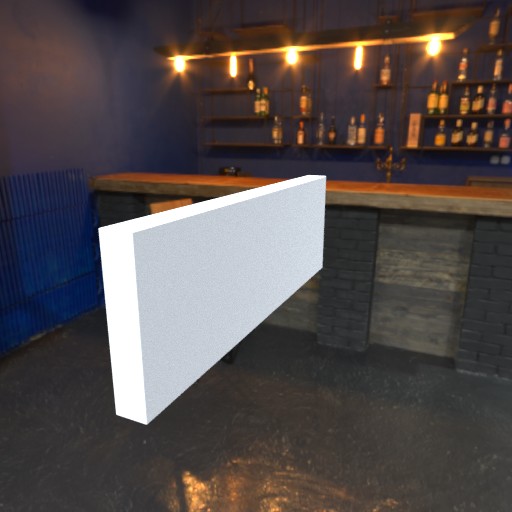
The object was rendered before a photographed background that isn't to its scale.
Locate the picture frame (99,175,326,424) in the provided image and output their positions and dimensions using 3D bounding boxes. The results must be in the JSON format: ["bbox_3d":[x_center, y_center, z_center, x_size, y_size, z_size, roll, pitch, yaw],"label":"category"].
[{"bbox_3d":[0.000,0.000,0.870,0.050,0.250,0.759,7,17,24],"label":"picture frame"}]
